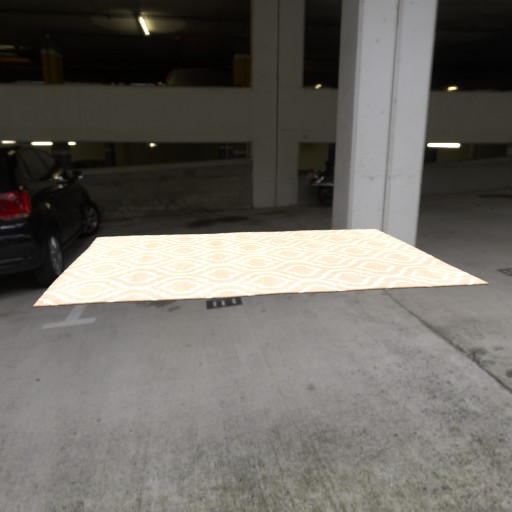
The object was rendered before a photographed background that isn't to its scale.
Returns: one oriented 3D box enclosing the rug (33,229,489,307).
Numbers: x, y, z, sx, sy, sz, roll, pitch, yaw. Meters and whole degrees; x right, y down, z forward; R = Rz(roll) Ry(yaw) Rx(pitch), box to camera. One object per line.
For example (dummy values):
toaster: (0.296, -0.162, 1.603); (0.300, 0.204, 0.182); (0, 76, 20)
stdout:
rug: (0.000, 0.000, 2.218); (1.761, 0.013, 1.152); (-2, 15, -8)
